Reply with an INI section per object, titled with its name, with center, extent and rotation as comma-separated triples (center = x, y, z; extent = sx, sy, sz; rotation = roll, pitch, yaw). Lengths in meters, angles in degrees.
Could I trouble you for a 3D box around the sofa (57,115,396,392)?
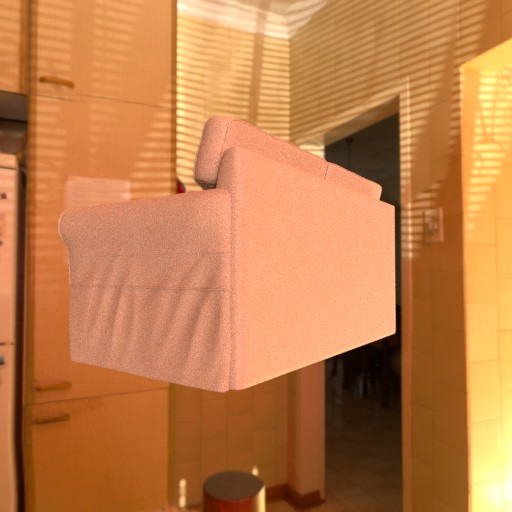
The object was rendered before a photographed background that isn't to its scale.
[sofa]
center = 0.000, 0.000, 2.368
extent = 0.991, 0.940, 1.727
rotation = -1, -2, 35
